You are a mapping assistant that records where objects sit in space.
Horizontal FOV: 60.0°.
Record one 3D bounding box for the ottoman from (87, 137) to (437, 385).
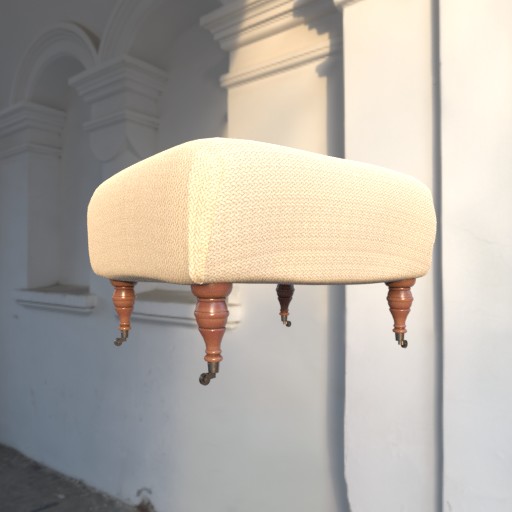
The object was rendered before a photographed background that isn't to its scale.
[{"bbox_3d":[0.000,0.000,1.096,0.684,0.447,0.622,1,-1,-36],"label":"ottoman"}]
